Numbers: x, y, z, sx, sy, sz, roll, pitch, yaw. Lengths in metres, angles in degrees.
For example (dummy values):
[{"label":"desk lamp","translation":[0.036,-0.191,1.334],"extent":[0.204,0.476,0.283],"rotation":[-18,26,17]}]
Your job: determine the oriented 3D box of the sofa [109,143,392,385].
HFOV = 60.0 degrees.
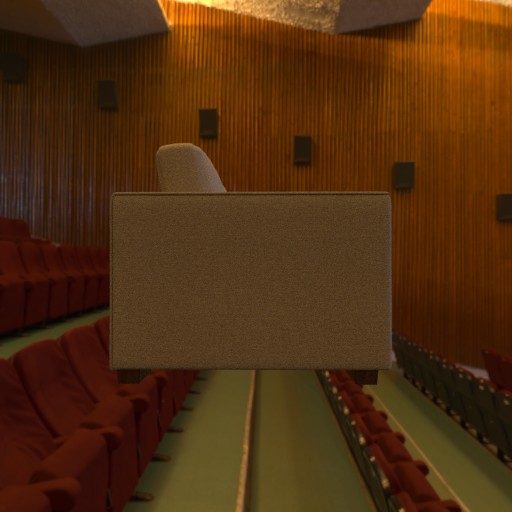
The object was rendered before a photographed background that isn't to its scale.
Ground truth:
[{"label":"sofa","translation":[0.000,0.000,2.450],"extent":[1.007,0.924,1.812],"rotation":[0,0,1]}]
